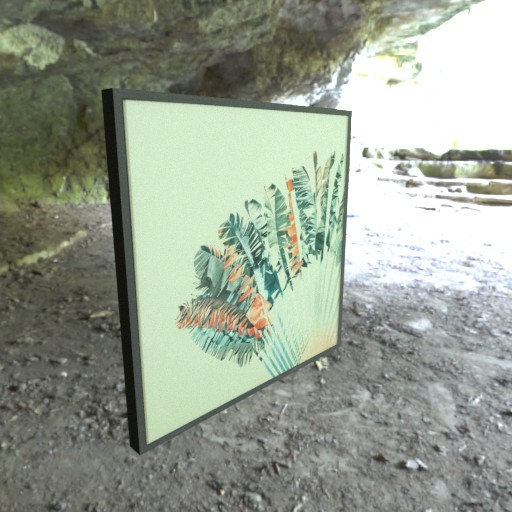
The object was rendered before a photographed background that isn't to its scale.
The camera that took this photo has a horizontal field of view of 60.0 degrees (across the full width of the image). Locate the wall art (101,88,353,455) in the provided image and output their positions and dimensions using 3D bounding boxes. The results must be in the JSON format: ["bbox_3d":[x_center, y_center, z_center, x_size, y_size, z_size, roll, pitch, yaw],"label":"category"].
[{"bbox_3d":[0.000,0.000,1.154,0.762,0.758,0.043,-14,20,-43],"label":"wall art"}]
